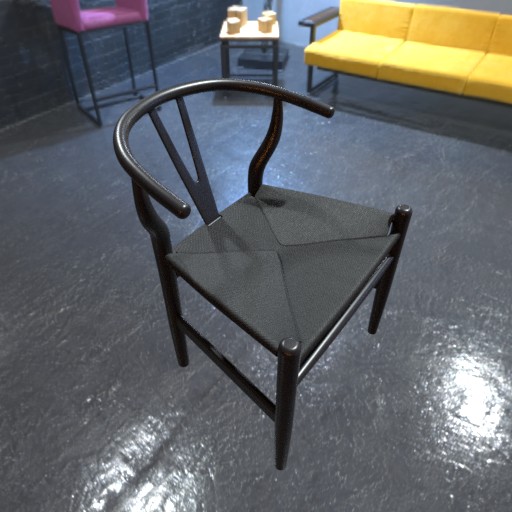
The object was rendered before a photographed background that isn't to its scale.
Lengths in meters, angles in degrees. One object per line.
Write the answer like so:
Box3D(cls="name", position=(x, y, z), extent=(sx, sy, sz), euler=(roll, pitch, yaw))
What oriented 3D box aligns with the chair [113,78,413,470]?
Box3D(cls="chair", position=(0.000, 0.000, 1.142), extent=(0.579, 0.730, 0.569), euler=(26, 47, 27))
